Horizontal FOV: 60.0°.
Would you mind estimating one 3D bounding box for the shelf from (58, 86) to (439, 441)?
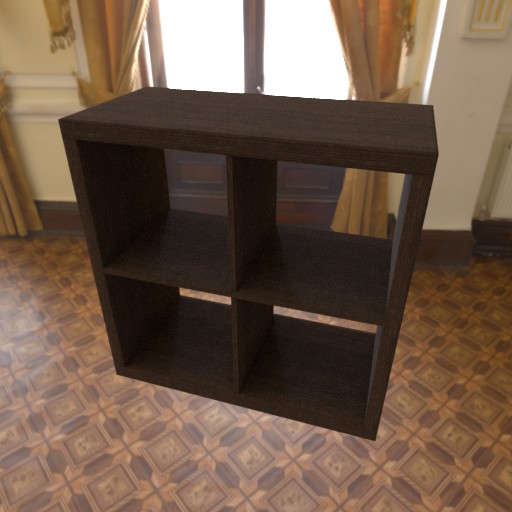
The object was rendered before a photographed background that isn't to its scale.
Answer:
[{"bbox_3d":[0.000,0.000,1.236,0.790,0.786,0.390,9,33,15],"label":"shelf"}]
